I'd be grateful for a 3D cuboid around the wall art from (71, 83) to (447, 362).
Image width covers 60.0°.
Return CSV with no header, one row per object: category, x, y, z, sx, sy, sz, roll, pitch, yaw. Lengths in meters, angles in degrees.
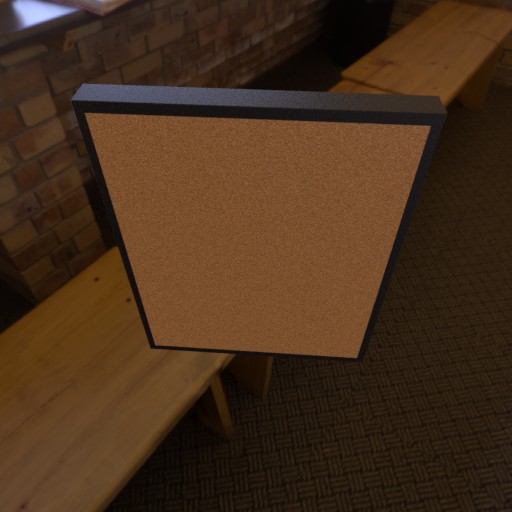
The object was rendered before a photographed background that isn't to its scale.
wall art,0.000,0.000,0.490,0.294,0.369,0.030,3,47,3
